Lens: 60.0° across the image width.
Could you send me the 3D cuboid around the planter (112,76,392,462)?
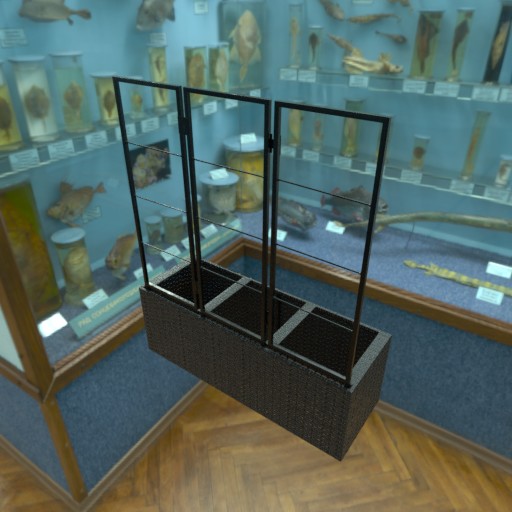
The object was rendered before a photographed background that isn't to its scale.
[{"bbox_3d":[0.000,0.000,1.149,0.699,0.841,0.244,20,36,30],"label":"planter"}]
